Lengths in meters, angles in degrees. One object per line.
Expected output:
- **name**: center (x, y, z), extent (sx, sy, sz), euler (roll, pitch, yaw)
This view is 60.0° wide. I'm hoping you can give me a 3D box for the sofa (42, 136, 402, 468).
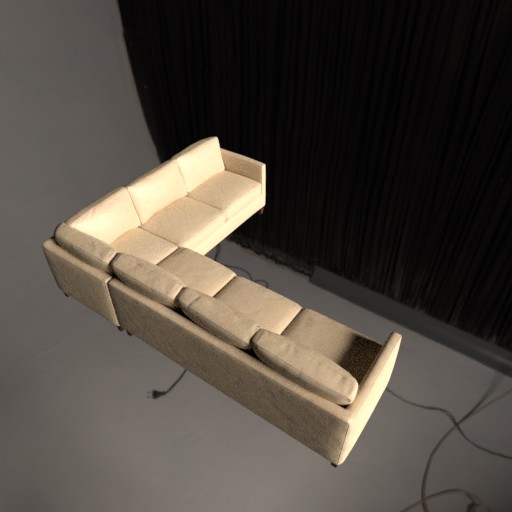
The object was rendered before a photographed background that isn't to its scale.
- **sofa**: center (0.000, 0.000, 4.493), extent (3.302, 0.947, 2.593), euler (24, 46, 26)
